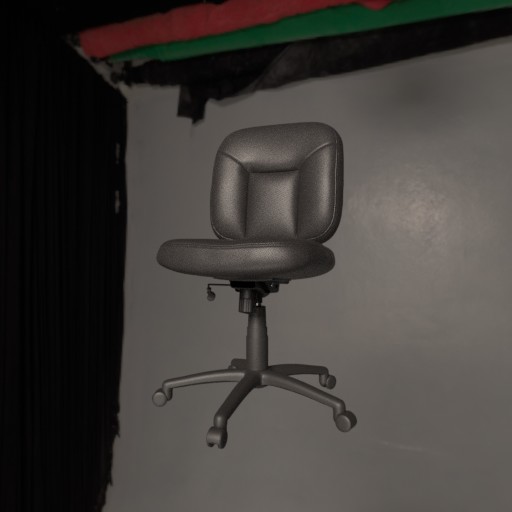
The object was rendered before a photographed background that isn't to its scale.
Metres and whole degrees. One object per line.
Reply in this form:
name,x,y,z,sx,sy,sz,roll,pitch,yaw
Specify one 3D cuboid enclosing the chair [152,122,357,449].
chair,0.000,0.000,1.397,0.647,0.959,0.646,0,1,19
